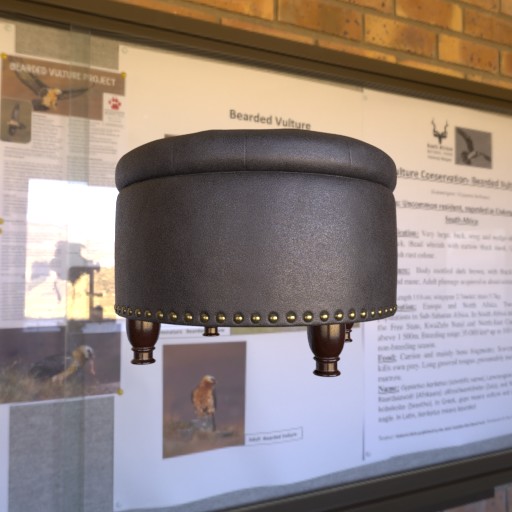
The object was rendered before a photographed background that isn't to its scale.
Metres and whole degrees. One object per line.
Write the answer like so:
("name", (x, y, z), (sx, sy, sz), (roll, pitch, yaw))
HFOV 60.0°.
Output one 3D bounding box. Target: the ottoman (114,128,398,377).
("ottoman", (0.000, 0.000, 1.045), (0.637, 0.442, 0.637), (0, -2, 0))
